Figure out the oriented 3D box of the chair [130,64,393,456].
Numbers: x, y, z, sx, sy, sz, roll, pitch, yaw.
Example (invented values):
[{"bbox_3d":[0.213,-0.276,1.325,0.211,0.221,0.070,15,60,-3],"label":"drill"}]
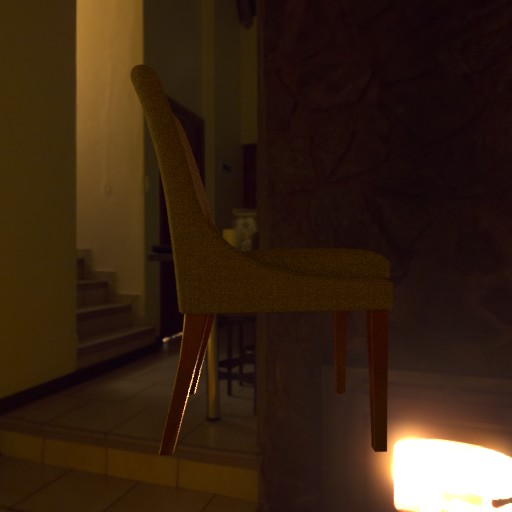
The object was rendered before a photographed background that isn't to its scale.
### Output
[{"bbox_3d":[0.000,0.000,1.308,0.655,0.952,0.508,0,0,-1],"label":"chair"}]
